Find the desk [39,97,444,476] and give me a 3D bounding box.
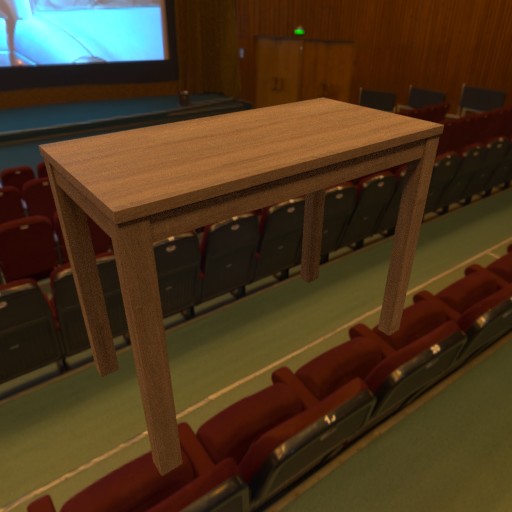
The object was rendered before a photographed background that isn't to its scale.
[{"bbox_3d":[0.000,0.000,1.389,0.991,0.762,0.495,-21,36,-31],"label":"desk"}]
